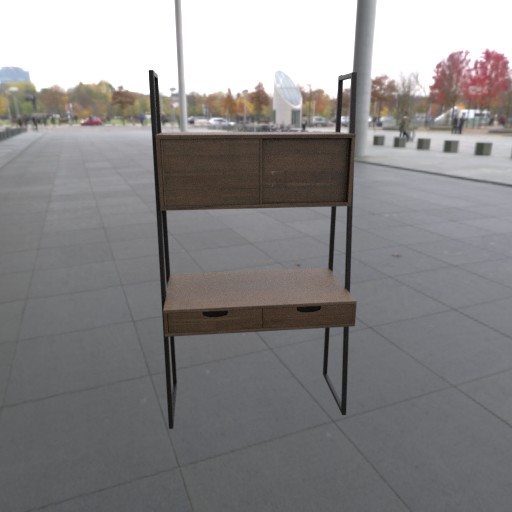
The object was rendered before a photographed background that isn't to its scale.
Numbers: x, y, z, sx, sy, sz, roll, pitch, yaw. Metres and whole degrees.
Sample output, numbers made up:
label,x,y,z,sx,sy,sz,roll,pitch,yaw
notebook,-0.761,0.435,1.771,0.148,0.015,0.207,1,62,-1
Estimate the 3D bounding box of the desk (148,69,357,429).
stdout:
label,x,y,z,sx,sy,sz,roll,pitch,yaw
desk,0.000,0.000,2.320,0.982,1.809,0.515,-2,18,-7
